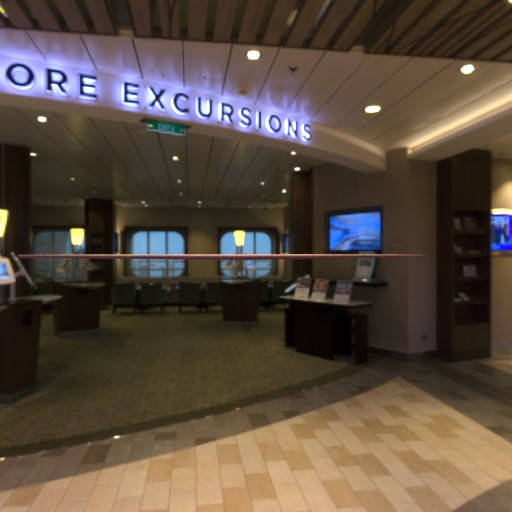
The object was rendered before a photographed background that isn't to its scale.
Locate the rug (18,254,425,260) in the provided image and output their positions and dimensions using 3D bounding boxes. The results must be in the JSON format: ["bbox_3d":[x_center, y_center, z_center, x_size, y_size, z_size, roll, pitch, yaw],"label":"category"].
[{"bbox_3d":[0.000,0.000,5.751,3.033,0.033,4.578,0,0,35],"label":"rug"}]
